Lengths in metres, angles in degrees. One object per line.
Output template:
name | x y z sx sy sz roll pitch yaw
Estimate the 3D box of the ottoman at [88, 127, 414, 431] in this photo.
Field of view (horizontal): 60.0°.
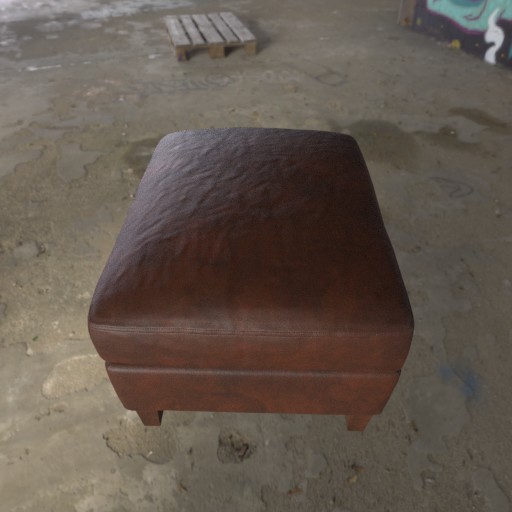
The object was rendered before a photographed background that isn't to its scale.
ottoman | 0.000 0.000 1.271 0.659 0.527 0.887 1 40 1
